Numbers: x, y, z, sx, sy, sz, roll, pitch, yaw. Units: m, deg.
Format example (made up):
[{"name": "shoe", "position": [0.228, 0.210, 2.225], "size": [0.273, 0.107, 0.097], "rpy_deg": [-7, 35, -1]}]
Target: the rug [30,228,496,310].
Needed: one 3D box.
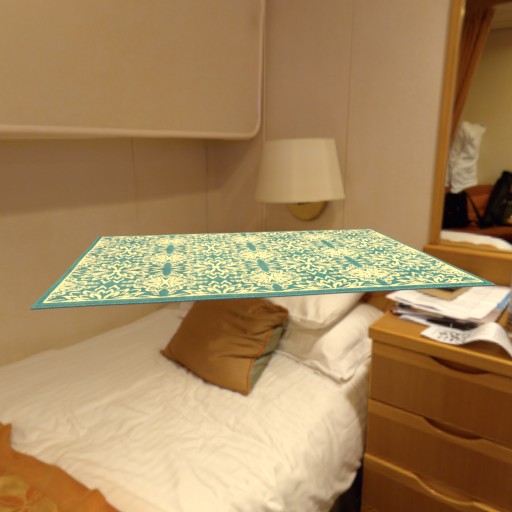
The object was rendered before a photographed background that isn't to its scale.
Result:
[{"name": "rug", "position": [0.000, 0.000, 2.812], "size": [2.205, 0.012, 1.554], "rpy_deg": [-2, 14, -8]}]
